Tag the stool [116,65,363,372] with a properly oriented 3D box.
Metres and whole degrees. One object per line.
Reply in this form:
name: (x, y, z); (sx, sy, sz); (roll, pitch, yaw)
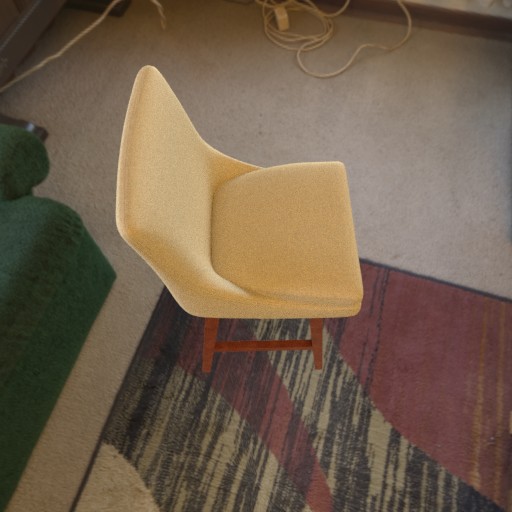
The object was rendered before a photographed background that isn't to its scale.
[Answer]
stool: (0.000, 0.000, 1.384); (0.559, 1.092, 0.470); (-1, 63, -1)
